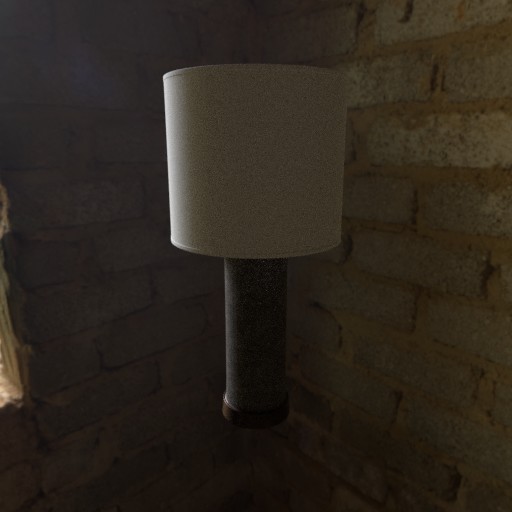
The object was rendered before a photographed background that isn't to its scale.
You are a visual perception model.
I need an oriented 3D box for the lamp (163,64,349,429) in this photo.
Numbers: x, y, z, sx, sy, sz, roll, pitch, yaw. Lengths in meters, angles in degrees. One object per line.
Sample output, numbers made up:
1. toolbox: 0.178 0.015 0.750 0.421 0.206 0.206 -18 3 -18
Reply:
1. lamp: 0.000 0.000 0.807 0.301 0.630 0.301 3 15 10
